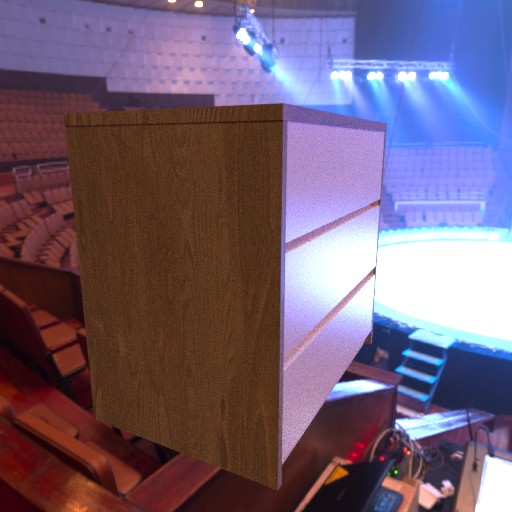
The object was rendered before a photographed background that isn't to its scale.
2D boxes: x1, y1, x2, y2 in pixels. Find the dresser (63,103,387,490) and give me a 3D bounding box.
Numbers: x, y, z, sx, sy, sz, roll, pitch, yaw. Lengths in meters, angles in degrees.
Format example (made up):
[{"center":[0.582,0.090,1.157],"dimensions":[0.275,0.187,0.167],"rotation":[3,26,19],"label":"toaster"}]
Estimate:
[{"center":[0.000,0.000,1.292],"dimensions":[0.529,0.762,0.809],"rotation":[7,16,27],"label":"dresser"}]
